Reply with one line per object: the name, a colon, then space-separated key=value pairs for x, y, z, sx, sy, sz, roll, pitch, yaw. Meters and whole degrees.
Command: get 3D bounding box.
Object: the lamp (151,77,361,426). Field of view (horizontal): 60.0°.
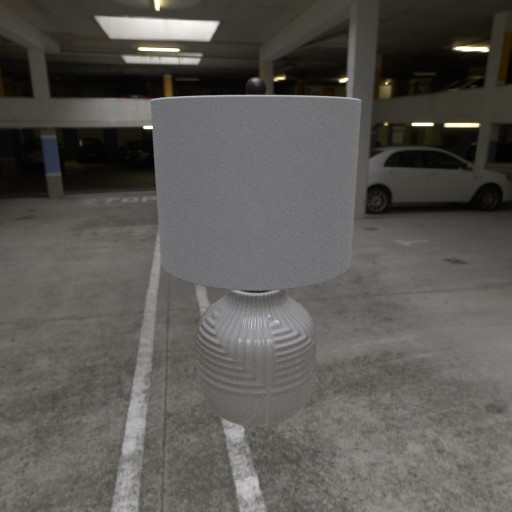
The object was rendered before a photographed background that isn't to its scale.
lamp: x=0.000 y=0.000 z=0.756 sx=0.318 sy=0.567 sz=0.318 roll=0 pitch=17 yaw=0
